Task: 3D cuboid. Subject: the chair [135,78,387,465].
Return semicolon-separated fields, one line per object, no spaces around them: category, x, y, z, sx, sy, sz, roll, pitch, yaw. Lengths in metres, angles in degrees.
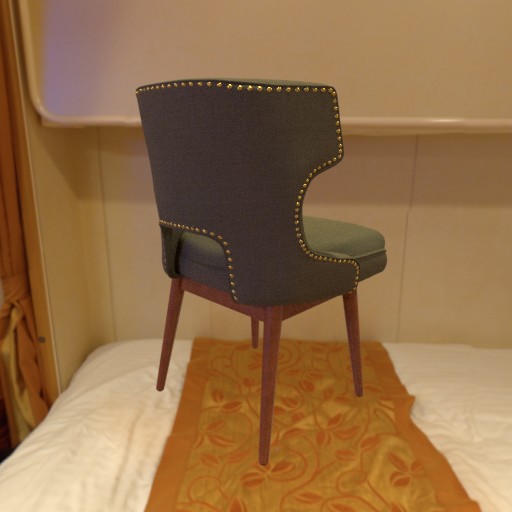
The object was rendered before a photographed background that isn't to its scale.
chair;0.000;0.000;1.223;0.581;0.863;0.595;-14;20;-43
